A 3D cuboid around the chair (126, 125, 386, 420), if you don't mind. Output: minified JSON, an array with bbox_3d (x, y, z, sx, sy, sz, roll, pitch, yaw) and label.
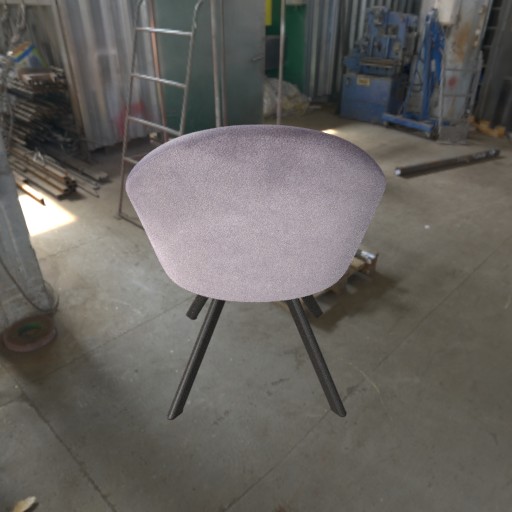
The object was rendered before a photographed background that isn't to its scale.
[{"bbox_3d":[0.000,0.000,1.125,0.570,0.780,0.540,-1,31,-1],"label":"chair"}]
